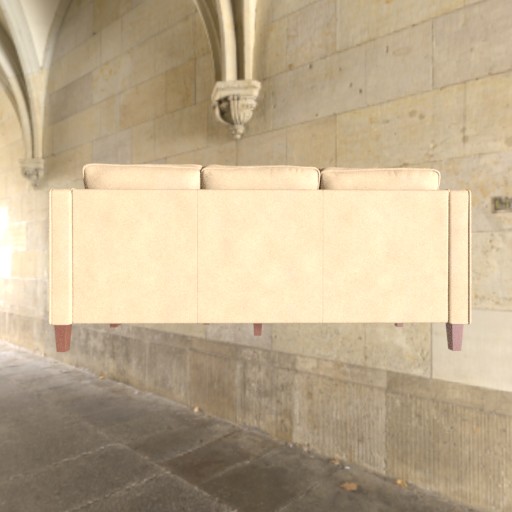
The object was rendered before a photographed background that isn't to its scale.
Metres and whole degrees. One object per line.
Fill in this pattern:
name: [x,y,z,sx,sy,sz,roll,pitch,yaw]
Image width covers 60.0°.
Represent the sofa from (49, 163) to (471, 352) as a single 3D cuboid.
sofa: [0.000,0.000,3.309,2.317,1.066,1.858,0,-1,-1]
